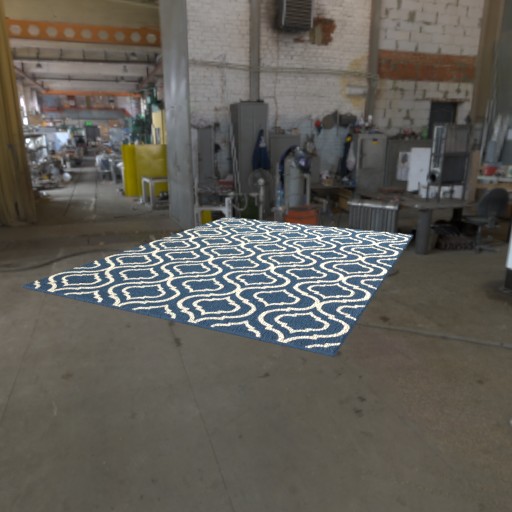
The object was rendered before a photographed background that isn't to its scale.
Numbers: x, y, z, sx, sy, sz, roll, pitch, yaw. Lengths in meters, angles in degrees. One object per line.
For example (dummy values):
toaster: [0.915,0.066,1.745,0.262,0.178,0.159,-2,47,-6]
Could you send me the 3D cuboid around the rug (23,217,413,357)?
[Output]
rug: [0.000,0.000,3.893,2.270,0.020,2.881,8,17,25]
